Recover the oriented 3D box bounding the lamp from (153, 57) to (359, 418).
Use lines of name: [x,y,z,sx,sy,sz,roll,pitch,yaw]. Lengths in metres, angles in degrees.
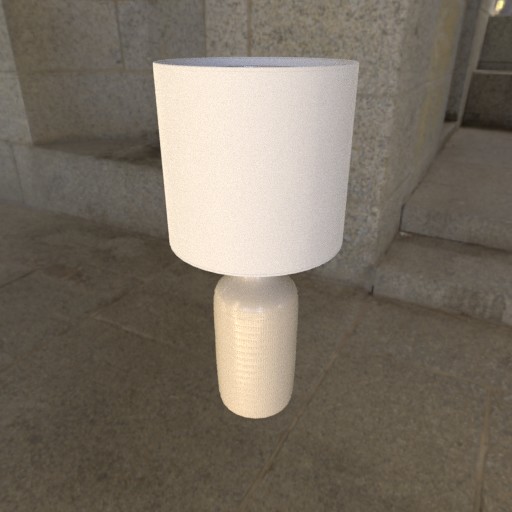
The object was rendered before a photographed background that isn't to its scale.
lamp: [0.000,0.000,0.589,0.220,0.475,0.220,0,26,0]
